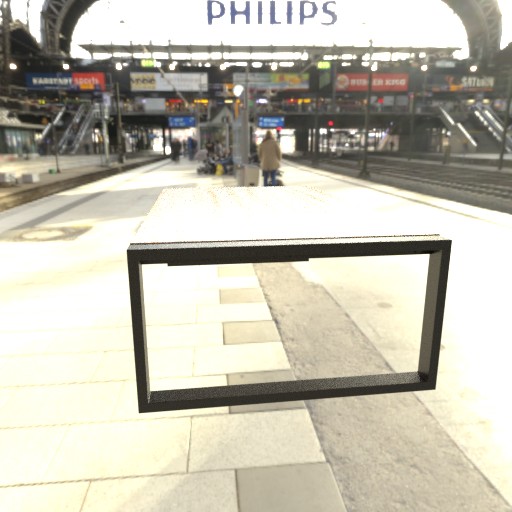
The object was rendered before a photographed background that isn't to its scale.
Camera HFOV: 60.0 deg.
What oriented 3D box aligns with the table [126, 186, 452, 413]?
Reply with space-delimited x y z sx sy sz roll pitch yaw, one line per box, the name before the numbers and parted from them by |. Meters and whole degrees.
table | 0.000 0.000 1.695 0.750 0.400 1.350 -2 14 -8
